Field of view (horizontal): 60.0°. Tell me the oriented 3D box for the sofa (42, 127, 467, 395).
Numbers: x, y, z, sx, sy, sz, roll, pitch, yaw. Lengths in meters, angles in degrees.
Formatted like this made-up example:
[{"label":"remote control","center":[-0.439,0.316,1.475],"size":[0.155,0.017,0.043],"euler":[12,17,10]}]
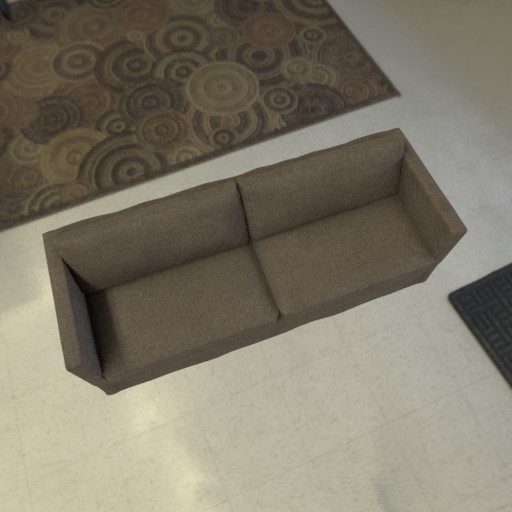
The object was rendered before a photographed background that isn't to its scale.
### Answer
[{"label":"sofa","center":[0.000,0.000,3.317],"size":[2.779,0.998,1.036],"euler":[-18,65,-9]}]
